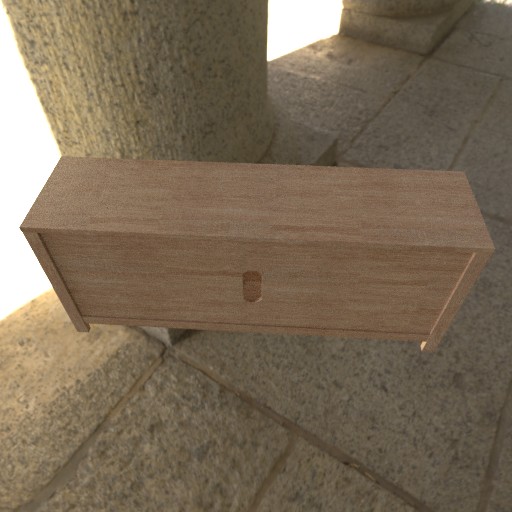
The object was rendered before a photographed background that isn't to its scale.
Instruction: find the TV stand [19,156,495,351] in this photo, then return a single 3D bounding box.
[{"bbox_3d":[0.000,0.000,1.715,1.466,0.610,0.398,3,48,2],"label":"TV stand"}]
